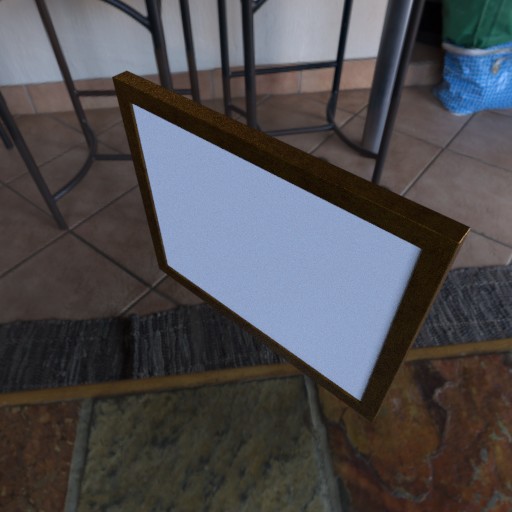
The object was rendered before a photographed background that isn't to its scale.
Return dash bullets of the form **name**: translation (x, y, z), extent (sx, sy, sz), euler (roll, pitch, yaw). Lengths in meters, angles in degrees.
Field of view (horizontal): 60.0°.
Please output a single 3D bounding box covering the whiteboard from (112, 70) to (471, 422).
- **whiteboard**: translation (0.000, 0.000, 0.745), extent (0.561, 0.457, 0.029), euler (32, 55, 26)
